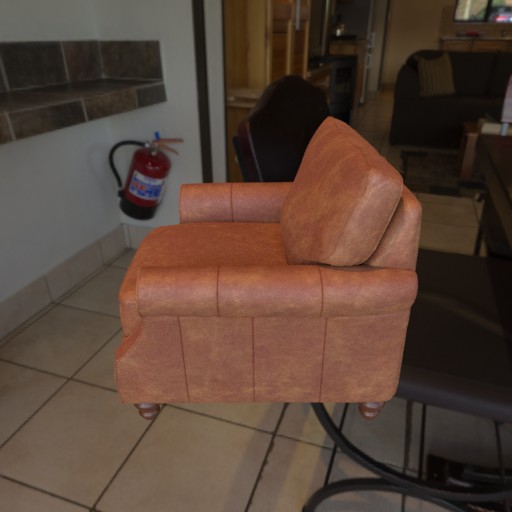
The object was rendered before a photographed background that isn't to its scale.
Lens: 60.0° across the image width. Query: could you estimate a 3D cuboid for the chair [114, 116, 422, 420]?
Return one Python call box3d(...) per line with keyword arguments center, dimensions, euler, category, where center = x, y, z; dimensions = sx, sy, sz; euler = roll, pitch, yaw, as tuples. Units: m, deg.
box3d(center=(0.000, 0.000, 1.729), dimensions=(0.986, 0.962, 0.983), euler=(0, 27, 0), category="chair")
